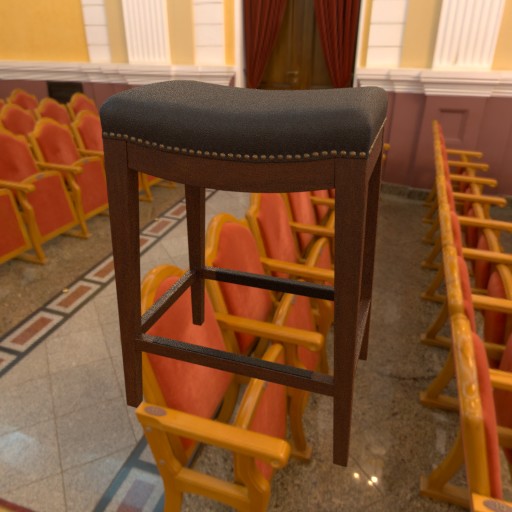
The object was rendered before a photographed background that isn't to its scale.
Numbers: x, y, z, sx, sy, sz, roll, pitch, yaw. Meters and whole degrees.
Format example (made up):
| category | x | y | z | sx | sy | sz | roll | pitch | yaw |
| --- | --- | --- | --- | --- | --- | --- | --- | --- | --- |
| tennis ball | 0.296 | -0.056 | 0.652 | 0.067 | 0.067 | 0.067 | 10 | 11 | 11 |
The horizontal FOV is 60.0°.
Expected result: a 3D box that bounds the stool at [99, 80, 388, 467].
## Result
| category | x | y | z | sx | sy | sz | roll | pitch | yaw |
| --- | --- | --- | --- | --- | --- | --- | --- | --- | --- |
| stool | 0.000 | 0.000 | 0.923 | 0.490 | 0.664 | 0.353 | 9 | 28 | 17 |
